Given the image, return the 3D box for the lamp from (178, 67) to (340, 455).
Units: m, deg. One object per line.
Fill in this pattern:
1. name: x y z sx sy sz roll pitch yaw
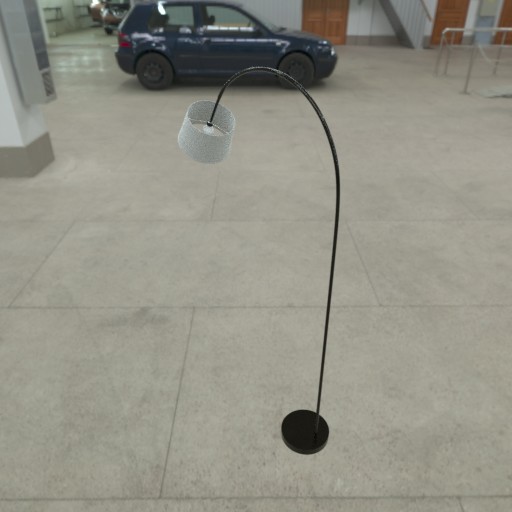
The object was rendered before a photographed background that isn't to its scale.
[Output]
1. lamp: 0.000 0.000 2.638 0.331 2.104 1.363 -20 36 -30
